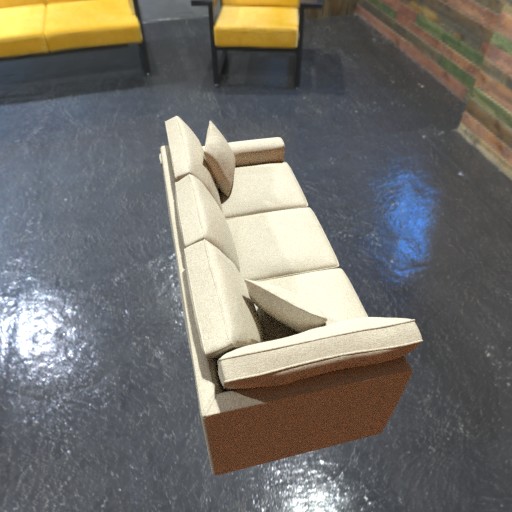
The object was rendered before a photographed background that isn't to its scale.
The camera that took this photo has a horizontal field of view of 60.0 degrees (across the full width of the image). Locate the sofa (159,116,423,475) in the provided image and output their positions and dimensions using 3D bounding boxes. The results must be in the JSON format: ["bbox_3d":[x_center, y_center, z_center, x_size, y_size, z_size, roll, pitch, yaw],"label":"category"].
[{"bbox_3d":[0.000,0.000,2.936,1.053,0.948,2.323,-9,46,-9],"label":"sofa"}]
